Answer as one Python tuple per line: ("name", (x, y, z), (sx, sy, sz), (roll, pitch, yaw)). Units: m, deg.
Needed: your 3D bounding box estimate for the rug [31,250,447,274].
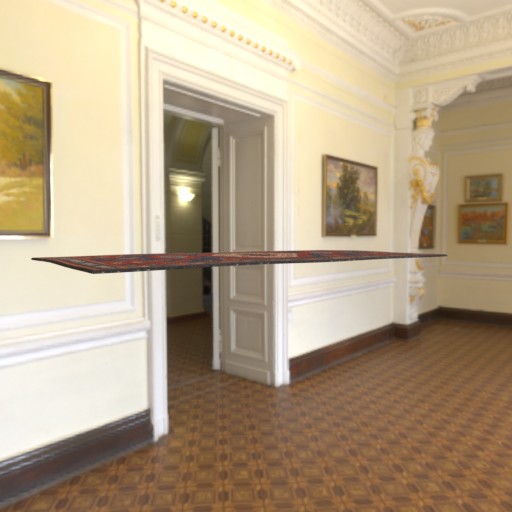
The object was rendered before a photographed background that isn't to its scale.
("rug", (0.000, 0.000, 3.579), (3.032, 0.034, 1.522), (-2, 3, -36))
